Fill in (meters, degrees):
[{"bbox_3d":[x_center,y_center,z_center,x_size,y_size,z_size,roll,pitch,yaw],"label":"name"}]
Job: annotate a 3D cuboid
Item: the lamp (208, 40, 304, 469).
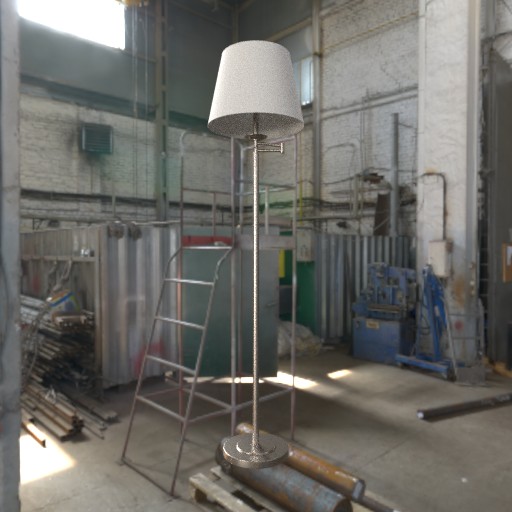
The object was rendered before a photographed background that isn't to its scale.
[{"bbox_3d":[0.000,0.000,1.647,0.355,1.473,0.355,0,1,0],"label":"lamp"}]
